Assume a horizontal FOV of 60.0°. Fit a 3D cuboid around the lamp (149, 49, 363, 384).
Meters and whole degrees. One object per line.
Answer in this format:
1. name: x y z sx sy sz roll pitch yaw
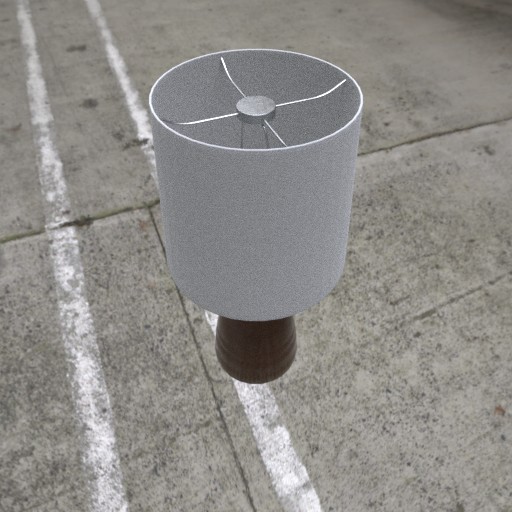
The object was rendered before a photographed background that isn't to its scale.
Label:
1. lamp: 0.000 0.000 0.477 0.186 0.369 0.186 0 46 0
